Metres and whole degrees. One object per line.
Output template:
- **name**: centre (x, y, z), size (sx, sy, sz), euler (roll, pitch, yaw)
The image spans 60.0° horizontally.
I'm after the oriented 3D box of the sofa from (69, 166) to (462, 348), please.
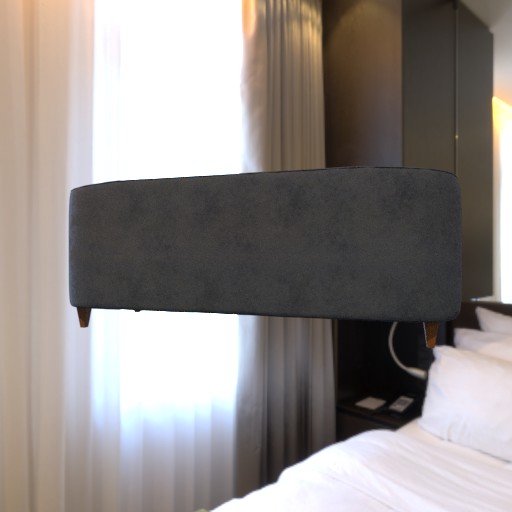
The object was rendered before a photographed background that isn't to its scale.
- **sofa**: centre (0.000, 0.000, 2.707), size (2.278, 0.855, 0.941), euler (0, 0, 17)
